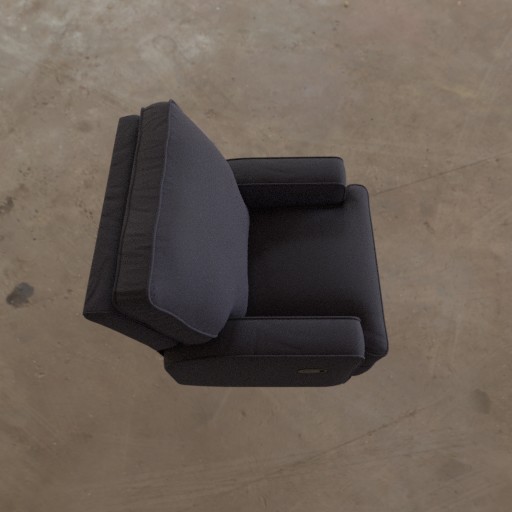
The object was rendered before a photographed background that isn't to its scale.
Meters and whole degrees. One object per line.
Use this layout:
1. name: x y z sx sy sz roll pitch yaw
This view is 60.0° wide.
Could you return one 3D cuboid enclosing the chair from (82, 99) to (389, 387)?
1. chair: 0.000 0.000 1.707 0.964 0.962 0.861 0 63 0
